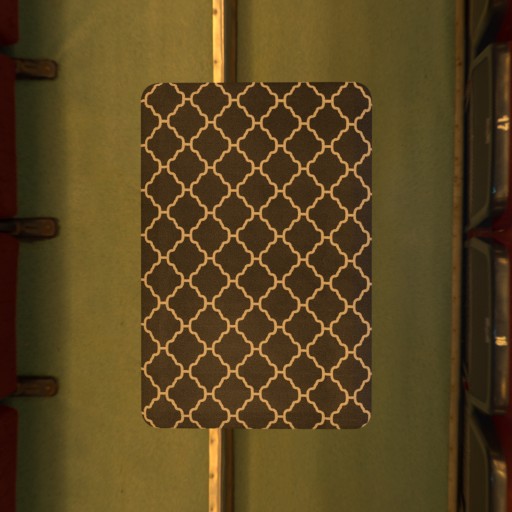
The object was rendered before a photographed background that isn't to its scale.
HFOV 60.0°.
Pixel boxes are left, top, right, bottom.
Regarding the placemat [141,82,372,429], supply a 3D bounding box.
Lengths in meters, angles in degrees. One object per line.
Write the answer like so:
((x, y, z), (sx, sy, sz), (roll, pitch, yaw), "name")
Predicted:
((0.000, 0.000, 0.969), (0.508, 0.021, 0.762), (0, 90, 1), "placemat")
